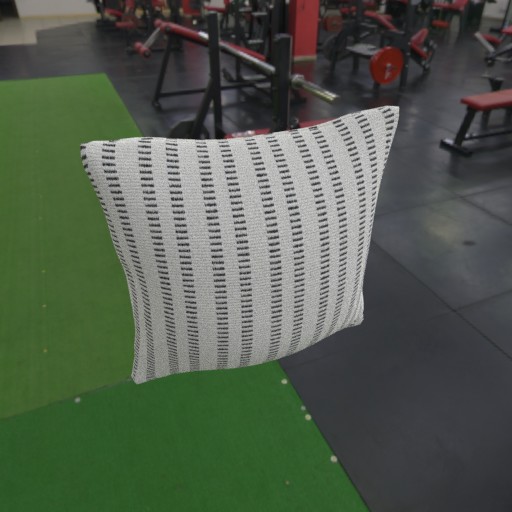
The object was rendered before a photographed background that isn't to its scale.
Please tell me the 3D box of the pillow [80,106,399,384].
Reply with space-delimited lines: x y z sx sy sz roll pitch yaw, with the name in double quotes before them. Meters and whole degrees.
"pillow" 0.000 0.000 0.686 0.438 0.419 0.247 -12 36 -16
